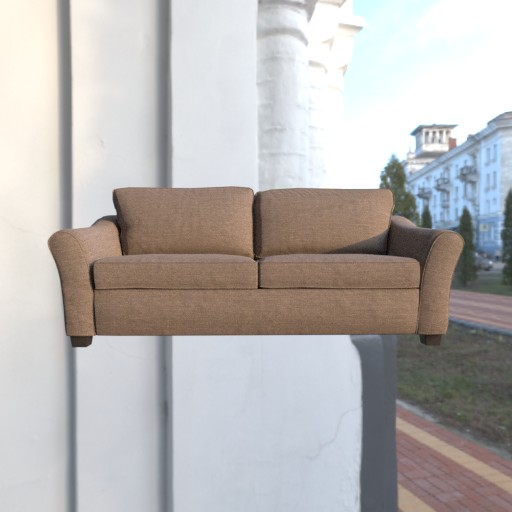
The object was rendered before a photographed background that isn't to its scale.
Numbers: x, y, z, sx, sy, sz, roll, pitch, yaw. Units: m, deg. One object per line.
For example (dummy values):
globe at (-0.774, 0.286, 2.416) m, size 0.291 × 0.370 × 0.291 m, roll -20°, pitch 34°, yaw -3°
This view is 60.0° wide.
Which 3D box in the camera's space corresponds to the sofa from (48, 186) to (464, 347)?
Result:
sofa at (0.000, 0.000, 2.810) m, size 2.270 × 0.965 × 0.980 m, roll 0°, pitch 1°, yaw -1°
